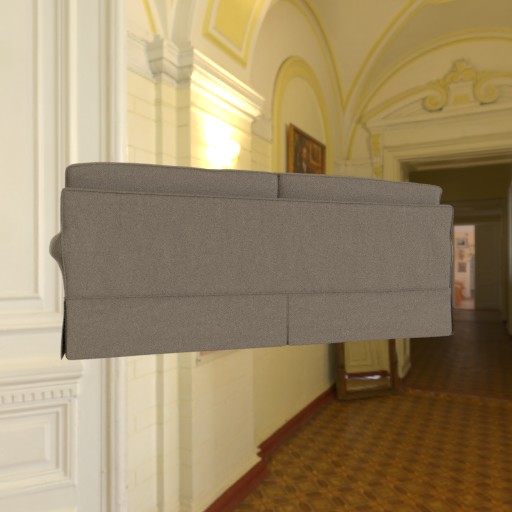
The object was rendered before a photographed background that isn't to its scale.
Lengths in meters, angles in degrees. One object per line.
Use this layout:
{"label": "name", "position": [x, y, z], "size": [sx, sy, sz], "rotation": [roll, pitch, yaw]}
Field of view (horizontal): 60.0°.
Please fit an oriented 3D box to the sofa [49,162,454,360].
{"label": "sofa", "position": [0.000, 0.000, 2.732], "size": [2.248, 0.943, 0.991], "rotation": [0, 0, -18]}
